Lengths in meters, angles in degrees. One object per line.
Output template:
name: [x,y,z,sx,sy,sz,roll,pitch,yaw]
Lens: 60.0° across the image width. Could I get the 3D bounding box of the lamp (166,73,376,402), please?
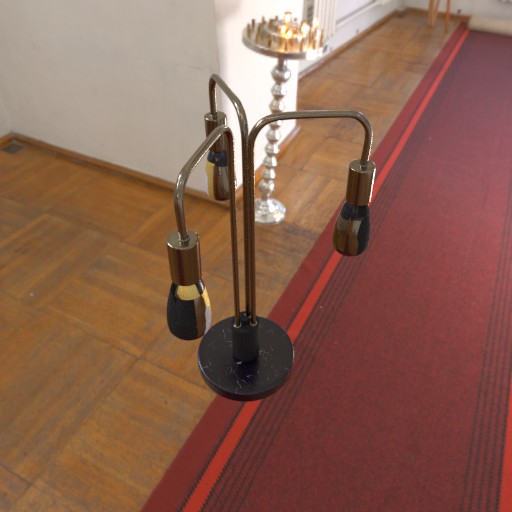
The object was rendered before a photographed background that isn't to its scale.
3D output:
lamp: [0.000,0.000,0.796,0.355,0.560,0.368,-12,44,-13]
